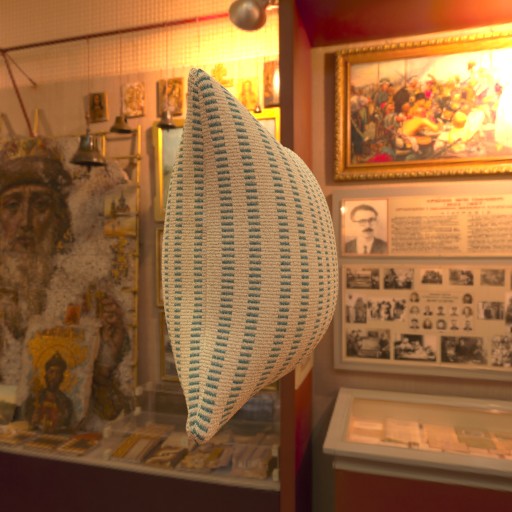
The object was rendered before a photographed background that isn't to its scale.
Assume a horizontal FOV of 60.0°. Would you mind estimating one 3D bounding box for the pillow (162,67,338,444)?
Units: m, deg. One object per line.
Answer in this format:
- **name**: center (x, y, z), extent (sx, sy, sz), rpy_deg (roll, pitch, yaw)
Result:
- **pillow**: center (0.000, 0.000, 0.691), extent (0.247, 0.419, 0.438), rpy_deg (0, 0, 18)
